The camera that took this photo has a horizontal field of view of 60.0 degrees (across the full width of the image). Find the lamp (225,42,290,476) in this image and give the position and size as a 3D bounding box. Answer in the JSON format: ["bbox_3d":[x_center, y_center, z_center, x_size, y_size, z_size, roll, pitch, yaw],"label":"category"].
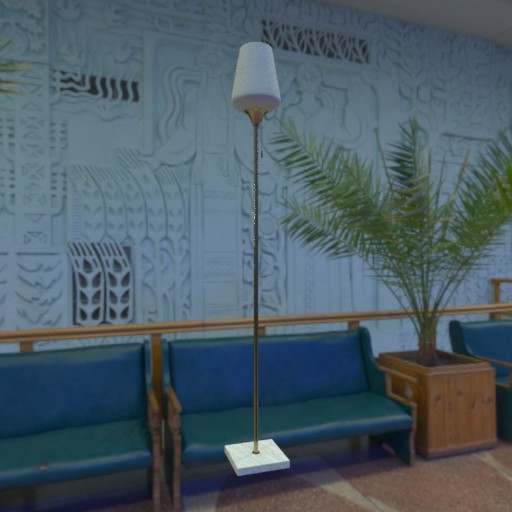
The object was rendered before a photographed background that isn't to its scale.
[{"bbox_3d":[0.000,0.000,1.958,0.232,1.813,0.229,0,1,-18],"label":"lamp"}]
